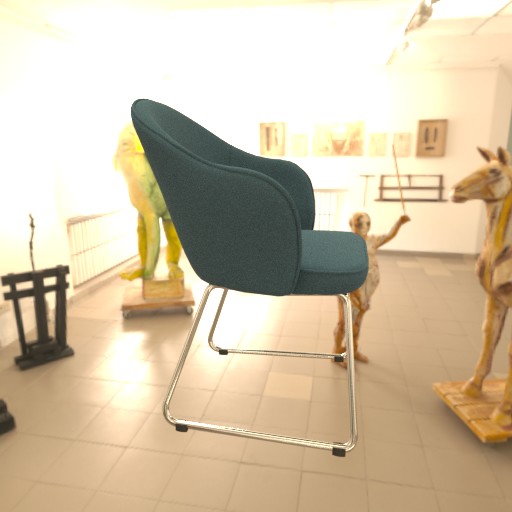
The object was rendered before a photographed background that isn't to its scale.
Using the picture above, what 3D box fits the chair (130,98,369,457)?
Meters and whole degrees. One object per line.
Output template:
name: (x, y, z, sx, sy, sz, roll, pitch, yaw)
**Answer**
chair: (0.000, 0.000, 1.200, 0.585, 0.815, 0.570, 3, 15, 10)
